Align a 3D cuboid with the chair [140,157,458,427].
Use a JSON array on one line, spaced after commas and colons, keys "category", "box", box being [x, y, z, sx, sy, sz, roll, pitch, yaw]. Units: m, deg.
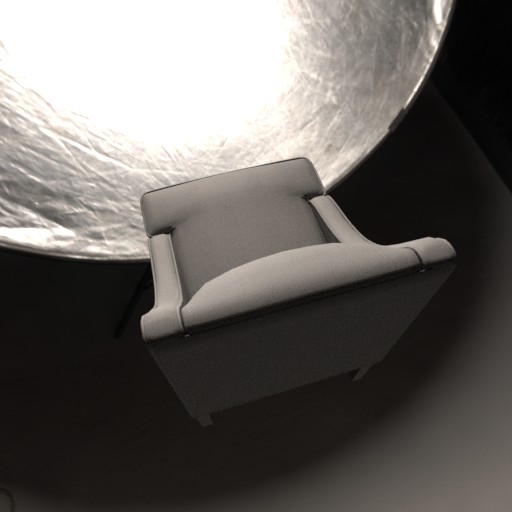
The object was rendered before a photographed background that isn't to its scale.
[{"category": "chair", "box": [0.000, 0.000, 1.360, 0.631, 0.867, 0.747, -14, 61, -8]}]
